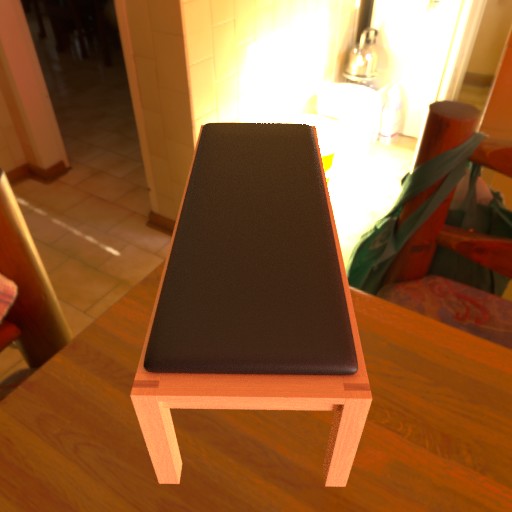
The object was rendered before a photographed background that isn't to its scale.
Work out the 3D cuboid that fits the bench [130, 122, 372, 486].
[{"bbox_3d":[0.000,0.000,1.388,0.450,0.430,1.202,1,40,1],"label":"bench"}]
